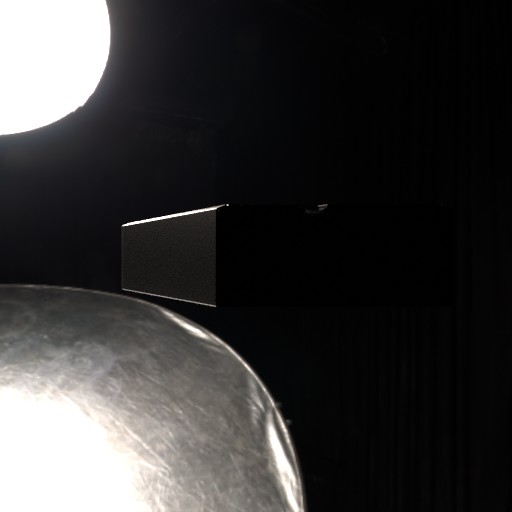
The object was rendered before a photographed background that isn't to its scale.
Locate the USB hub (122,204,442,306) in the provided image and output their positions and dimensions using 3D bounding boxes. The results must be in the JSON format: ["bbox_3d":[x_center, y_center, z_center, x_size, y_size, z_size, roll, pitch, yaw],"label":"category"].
[{"bbox_3d":[0.000,0.000,0.126,0.044,0.023,0.110,0,0,-34],"label":"USB hub"}]
